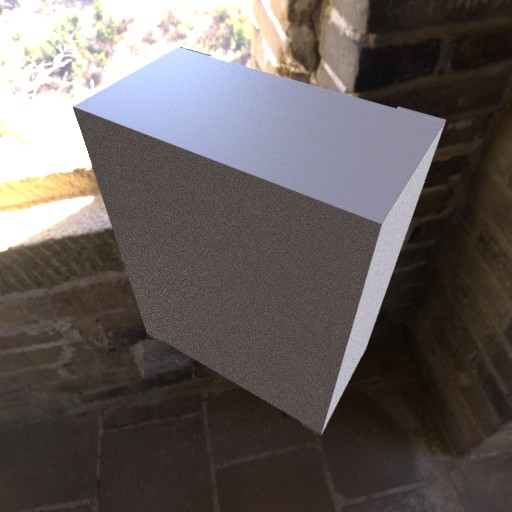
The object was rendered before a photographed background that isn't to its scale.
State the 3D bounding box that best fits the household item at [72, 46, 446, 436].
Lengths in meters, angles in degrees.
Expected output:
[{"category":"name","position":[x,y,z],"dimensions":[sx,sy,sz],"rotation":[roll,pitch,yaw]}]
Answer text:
[{"category":"household item","position":[0.000,0.000,1.427],"dimensions":[0.790,1.010,0.420],"rotation":[25,52,21]}]
